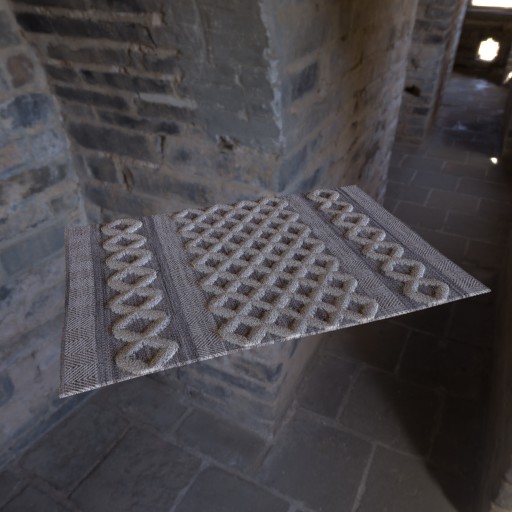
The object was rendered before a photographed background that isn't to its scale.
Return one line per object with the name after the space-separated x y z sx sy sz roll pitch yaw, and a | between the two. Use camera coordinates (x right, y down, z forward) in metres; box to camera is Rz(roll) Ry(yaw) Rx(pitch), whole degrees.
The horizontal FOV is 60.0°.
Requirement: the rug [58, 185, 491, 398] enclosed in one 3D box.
0.000 0.000 2.216 1.823 0.030 1.222 -11 35 -16 | rug
